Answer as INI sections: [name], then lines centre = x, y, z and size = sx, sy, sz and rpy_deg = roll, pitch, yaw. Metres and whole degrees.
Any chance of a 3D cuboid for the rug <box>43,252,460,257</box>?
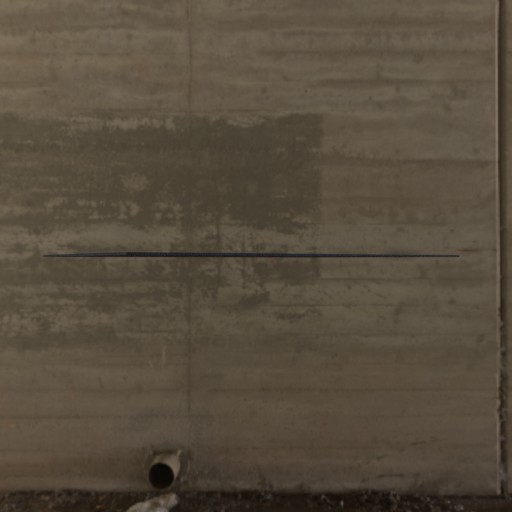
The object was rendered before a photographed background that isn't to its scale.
[rug]
centre = 0.000, 0.000, 2.327
size = 1.829, 0.010, 1.219
rpy_deg = 0, 0, -36
